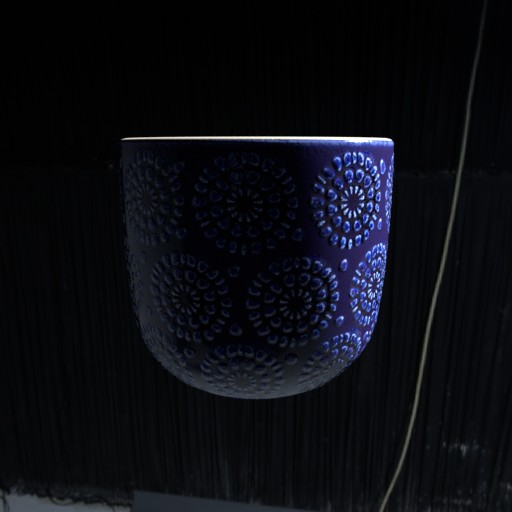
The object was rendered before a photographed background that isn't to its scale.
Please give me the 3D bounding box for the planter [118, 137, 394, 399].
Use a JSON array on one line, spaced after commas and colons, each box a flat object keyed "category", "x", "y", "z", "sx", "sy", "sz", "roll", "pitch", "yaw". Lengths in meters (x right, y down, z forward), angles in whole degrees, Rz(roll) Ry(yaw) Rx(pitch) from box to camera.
[{"category": "planter", "x": 0.000, "y": 0.000, "z": 0.292, "sx": 0.165, "sy": 0.149, "sz": 0.165, "roll": 0, "pitch": 14, "yaw": 0}]
